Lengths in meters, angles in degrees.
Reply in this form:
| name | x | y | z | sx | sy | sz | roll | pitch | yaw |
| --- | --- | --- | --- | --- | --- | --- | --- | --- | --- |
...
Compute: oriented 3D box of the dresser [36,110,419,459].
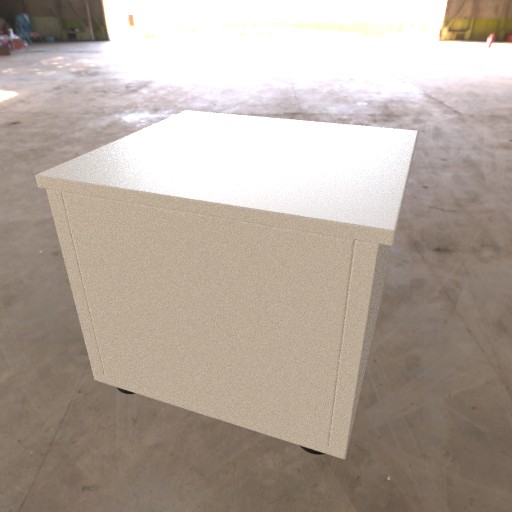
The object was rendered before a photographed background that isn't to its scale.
| name | x | y | z | sx | sy | sz | roll | pitch | yaw |
| --- | --- | --- | --- | --- | --- | --- | --- | --- | --- |
| dresser | 0.000 | 0.000 | 0.731 | 0.430 | 0.360 | 0.400 | 11 | 32 | 18 |
